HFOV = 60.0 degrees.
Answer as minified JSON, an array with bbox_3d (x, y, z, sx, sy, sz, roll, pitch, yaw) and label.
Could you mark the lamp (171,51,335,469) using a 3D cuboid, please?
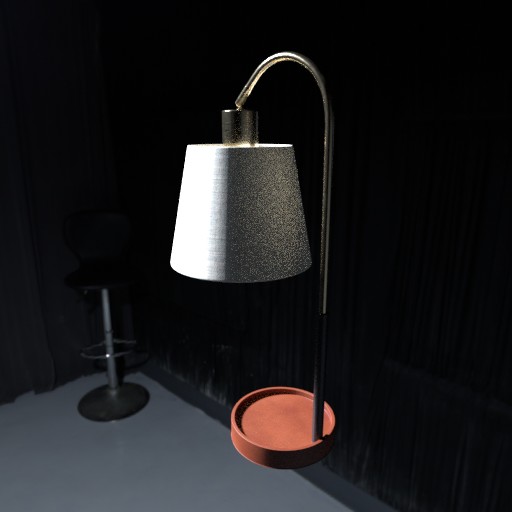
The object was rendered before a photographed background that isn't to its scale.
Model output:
[{"bbox_3d":[0.000,0.000,0.646,0.211,0.536,0.273,-15,21,-42],"label":"lamp"}]
